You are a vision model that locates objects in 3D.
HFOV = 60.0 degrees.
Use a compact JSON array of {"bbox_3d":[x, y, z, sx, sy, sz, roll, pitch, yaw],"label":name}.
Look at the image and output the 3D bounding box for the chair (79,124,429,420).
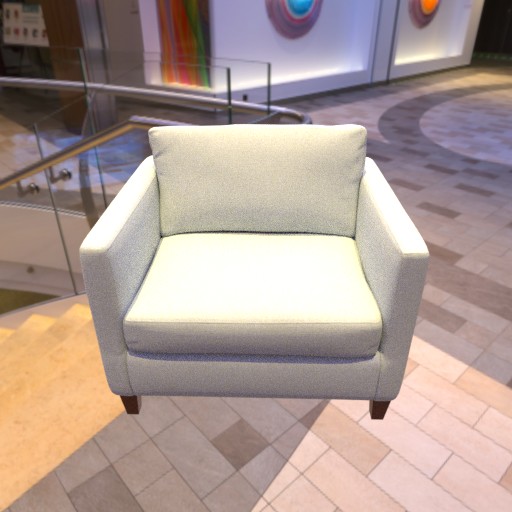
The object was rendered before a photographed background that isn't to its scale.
[{"bbox_3d":[0.000,0.000,1.854,1.107,0.961,0.953,1,30,1],"label":"chair"}]
